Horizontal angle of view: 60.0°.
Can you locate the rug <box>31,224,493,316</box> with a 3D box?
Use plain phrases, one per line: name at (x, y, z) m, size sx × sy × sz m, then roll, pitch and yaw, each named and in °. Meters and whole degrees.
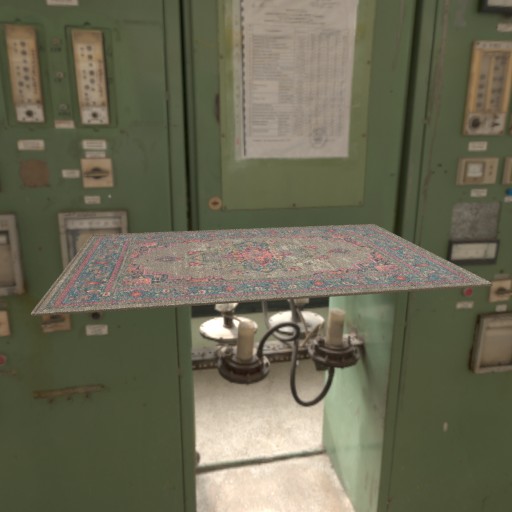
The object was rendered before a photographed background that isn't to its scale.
rug at (0.000, 0.000, 2.178) m, size 1.748 × 0.014 × 1.144 m, roll -3°, pitch 17°, yaw -9°
